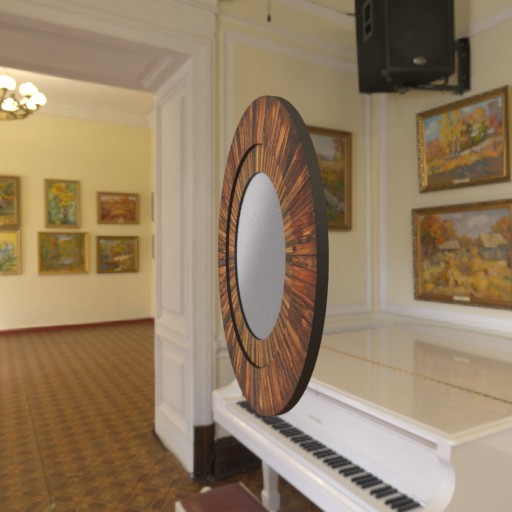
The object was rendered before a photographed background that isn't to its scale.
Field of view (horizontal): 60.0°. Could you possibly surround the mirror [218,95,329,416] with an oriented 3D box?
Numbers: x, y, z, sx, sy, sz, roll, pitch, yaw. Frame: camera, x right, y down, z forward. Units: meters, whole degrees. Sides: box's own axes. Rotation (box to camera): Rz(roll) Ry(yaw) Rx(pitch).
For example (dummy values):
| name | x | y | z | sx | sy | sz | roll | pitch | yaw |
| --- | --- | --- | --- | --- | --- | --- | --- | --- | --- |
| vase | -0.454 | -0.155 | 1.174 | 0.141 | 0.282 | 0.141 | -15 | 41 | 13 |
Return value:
| name | x | y | z | sx | sy | sz | roll | pitch | yaw |
| --- | --- | --- | --- | --- | --- | --- | --- | --- | --- |
| mirror | 0.000 | 0.000 | 1.577 | 0.036 | 1.077 | 1.077 | 0 | 1 | -17 |
